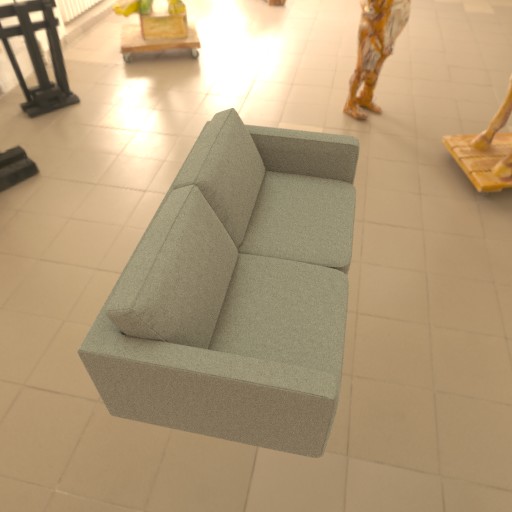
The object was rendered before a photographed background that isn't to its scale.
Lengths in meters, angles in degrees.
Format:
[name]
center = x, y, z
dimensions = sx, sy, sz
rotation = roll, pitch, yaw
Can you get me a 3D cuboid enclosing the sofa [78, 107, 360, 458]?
[sofa]
center = 0.000, 0.000, 2.340
dimensions = 1.000, 0.900, 1.731
rotation = 8, 46, 8
